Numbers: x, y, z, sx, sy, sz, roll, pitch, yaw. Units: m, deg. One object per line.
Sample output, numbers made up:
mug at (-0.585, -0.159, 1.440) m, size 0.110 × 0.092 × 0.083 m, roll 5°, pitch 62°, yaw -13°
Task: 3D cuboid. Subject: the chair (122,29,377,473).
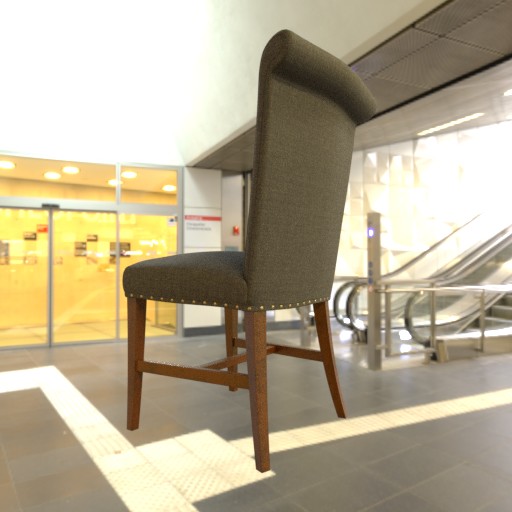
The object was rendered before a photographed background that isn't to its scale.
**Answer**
chair at (0.000, 0.000, 1.304) m, size 0.608 × 0.988 × 0.513 m, roll 0°, pitch -1°, yaw 36°
